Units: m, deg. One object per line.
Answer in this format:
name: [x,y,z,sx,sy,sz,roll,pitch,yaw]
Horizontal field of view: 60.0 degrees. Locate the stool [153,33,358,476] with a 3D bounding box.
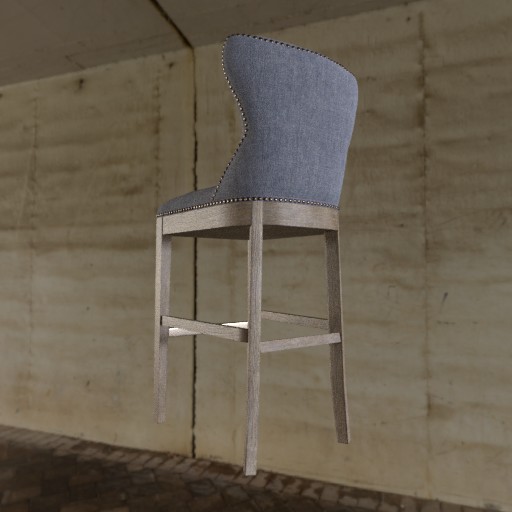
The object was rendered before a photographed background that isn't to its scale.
stool: [0.000,0.000,1.416,0.494,1.123,0.606,1,-2,-37]
